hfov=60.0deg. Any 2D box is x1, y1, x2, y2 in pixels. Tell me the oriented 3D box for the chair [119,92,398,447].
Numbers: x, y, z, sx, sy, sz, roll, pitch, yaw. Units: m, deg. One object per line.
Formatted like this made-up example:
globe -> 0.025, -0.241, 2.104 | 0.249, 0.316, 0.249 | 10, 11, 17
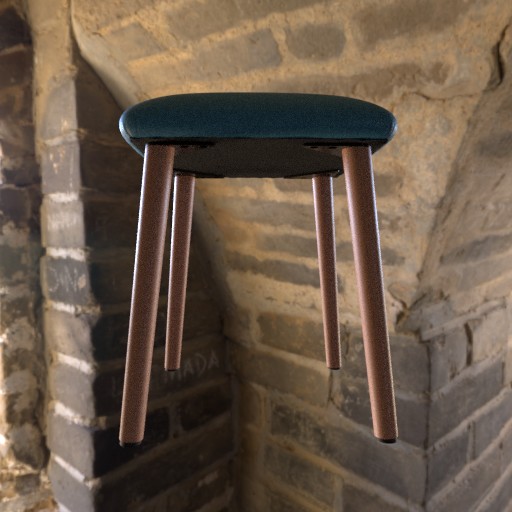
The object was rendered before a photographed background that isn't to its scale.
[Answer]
chair -> 0.000, 0.000, 0.701 | 0.360, 0.450, 0.360 | 0, 2, -2
